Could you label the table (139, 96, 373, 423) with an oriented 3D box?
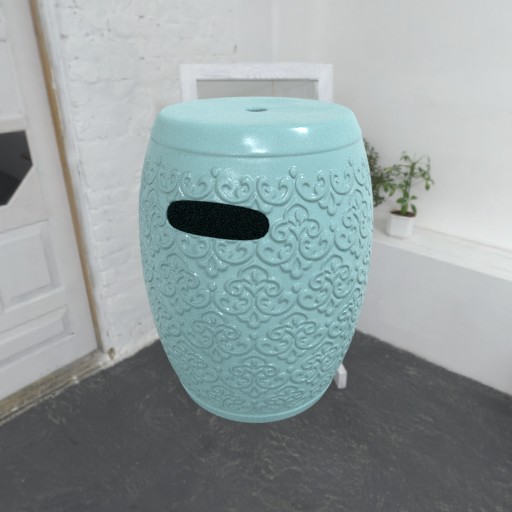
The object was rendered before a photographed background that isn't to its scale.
[{"bbox_3d":[0.000,0.000,0.619,0.309,0.397,0.309,0,27,0],"label":"table"}]
